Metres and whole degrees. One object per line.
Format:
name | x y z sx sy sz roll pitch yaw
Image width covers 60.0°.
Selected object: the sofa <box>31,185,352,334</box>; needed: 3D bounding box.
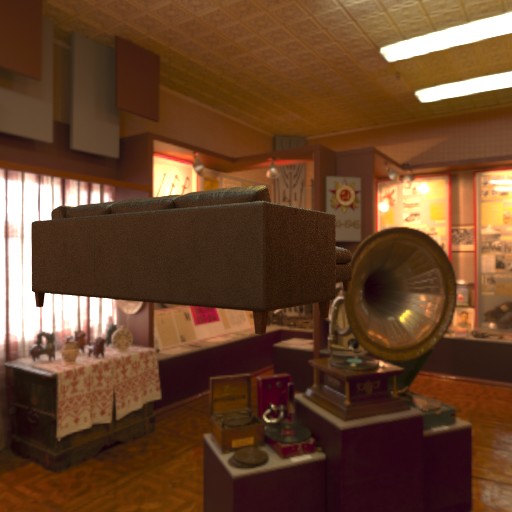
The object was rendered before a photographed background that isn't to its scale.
sofa | 0.000 0.000 4.494 2.452 0.891 3.324 0 0 35
